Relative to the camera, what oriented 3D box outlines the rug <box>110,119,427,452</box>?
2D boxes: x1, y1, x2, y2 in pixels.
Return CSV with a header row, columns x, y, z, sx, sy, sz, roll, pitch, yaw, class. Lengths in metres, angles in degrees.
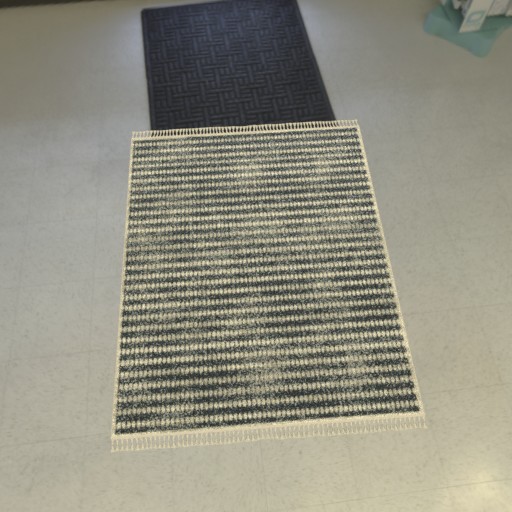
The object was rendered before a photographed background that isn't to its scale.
x,y,z,sx,sy,sz,roll,pitch,yaw,class
0.000,0.000,3.770,2.256,0.013,2.910,-4,64,-2,rug
